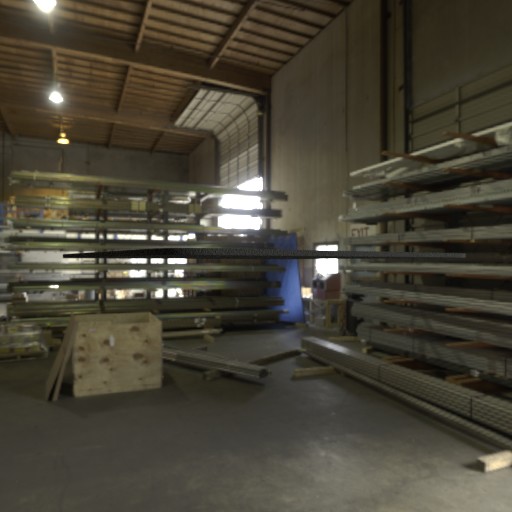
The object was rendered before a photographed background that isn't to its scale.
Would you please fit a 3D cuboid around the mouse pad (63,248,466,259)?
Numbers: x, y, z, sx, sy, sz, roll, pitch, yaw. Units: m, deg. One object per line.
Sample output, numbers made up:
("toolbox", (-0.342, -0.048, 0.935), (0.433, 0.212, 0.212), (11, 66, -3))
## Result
("mouse pad", (0.000, 0.000, 0.322), (0.229, 0.003, 0.203), (1, -1, -35))
